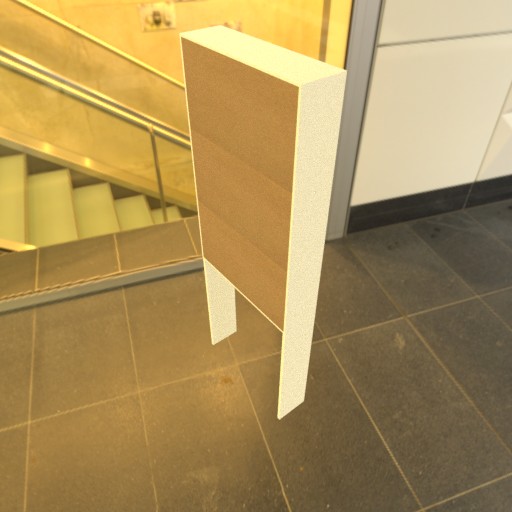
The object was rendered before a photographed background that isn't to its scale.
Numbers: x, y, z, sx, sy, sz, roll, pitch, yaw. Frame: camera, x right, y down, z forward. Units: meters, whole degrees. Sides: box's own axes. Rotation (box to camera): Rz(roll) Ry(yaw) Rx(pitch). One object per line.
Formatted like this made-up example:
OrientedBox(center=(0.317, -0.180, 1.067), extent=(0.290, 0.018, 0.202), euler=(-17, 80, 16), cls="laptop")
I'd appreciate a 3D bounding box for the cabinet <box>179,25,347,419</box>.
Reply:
OrientedBox(center=(0.000, 0.000, 2.016), extent=(0.192, 1.770, 0.643), euler=(-27, 48, -28), cls="cabinet")
